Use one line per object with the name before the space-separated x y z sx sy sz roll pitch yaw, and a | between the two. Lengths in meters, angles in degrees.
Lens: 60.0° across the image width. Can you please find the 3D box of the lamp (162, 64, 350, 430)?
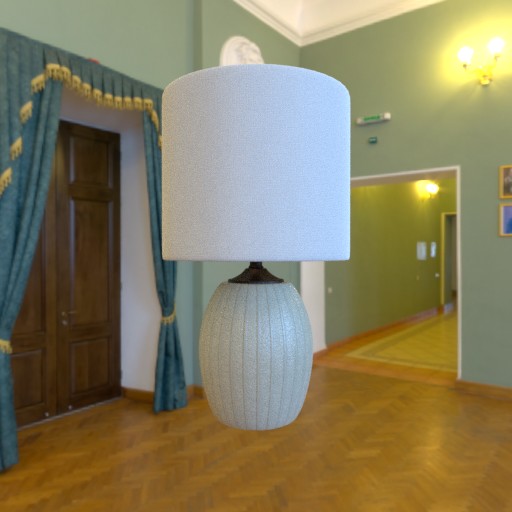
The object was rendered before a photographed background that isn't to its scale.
lamp | 0.000 0.000 0.793 0.329 0.570 0.329 0 1 36
